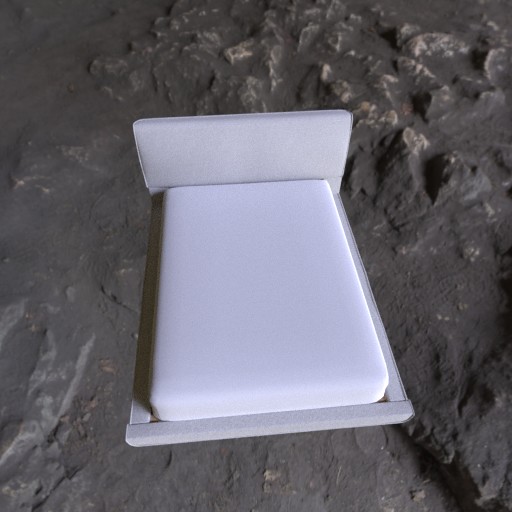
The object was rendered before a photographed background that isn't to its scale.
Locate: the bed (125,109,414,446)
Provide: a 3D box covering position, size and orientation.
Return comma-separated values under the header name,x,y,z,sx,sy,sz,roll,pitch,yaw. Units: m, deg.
name,x,y,z,sx,sy,sz,roll,pitch,yaw
bed,0.000,0.000,3.351,1.840,1.067,2.368,-4,48,-3
